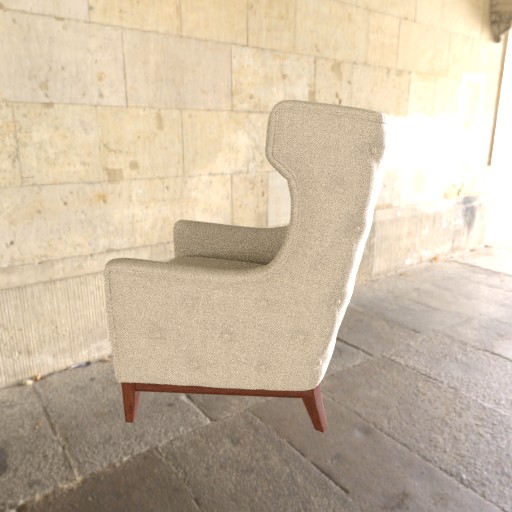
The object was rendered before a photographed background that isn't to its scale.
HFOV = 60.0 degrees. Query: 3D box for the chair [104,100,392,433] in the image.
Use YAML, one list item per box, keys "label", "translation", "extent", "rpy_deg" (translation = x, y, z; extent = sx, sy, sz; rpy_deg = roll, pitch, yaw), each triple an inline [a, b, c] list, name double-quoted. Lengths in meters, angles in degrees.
- label: "chair"
  translation: [0.000, 0.000, 1.698]
  extent: [0.899, 1.079, 0.778]
  rpy_deg: [2, 15, 9]
